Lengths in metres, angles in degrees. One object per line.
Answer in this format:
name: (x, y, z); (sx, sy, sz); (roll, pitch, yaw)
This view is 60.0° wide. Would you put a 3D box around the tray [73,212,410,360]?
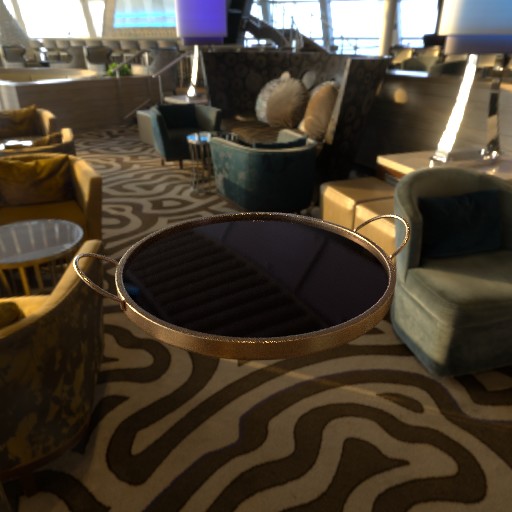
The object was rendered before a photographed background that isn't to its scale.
tray: (0.000, 0.000, 0.716); (0.543, 0.069, 0.438); (-8, 27, -16)
